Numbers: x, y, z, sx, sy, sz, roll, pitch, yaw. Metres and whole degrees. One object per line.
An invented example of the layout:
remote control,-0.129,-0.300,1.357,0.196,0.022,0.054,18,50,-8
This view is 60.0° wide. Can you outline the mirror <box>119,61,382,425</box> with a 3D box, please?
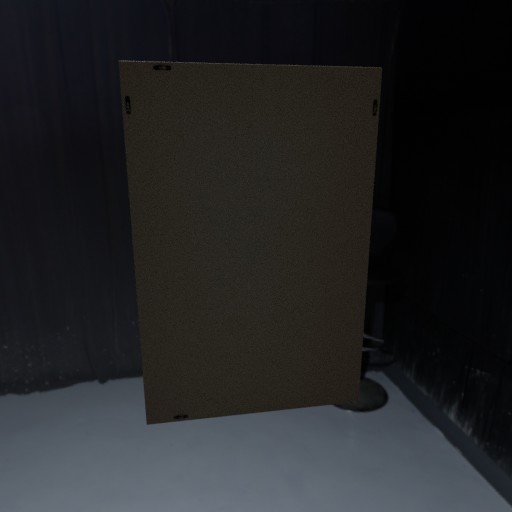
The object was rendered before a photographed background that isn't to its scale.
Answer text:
mirror,0.000,0.000,1.147,0.609,0.915,0.040,-3,16,-10
